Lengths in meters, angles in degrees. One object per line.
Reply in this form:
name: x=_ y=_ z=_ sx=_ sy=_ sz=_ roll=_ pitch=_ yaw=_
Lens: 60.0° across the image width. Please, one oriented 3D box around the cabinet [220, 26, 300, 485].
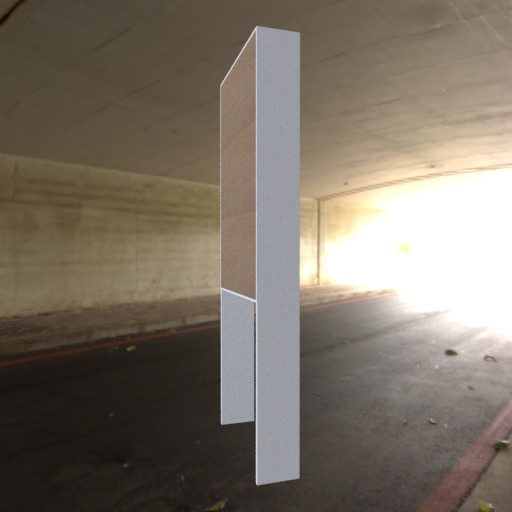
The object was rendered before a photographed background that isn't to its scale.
cabinet: x=0.000 y=0.000 z=2.042 sx=0.192 sy=1.770 sz=0.643 roll=0 pitch=1 yaw=-17
